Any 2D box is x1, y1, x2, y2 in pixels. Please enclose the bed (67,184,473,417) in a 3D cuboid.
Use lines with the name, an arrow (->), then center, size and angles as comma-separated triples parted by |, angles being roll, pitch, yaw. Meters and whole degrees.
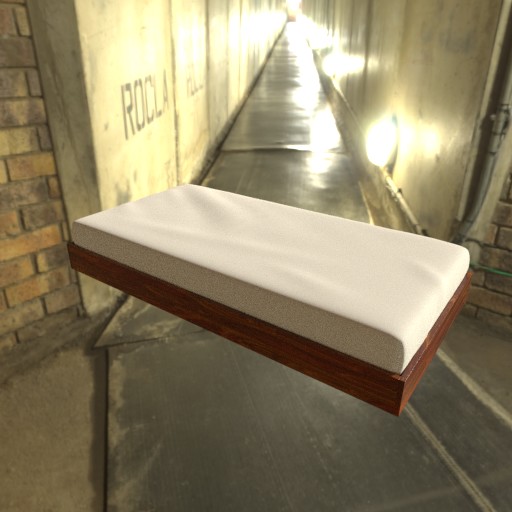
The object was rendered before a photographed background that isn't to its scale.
bed -> 0.000, 0.000, 2.250 | 1.860, 0.312, 0.940 | 17, 30, 32
